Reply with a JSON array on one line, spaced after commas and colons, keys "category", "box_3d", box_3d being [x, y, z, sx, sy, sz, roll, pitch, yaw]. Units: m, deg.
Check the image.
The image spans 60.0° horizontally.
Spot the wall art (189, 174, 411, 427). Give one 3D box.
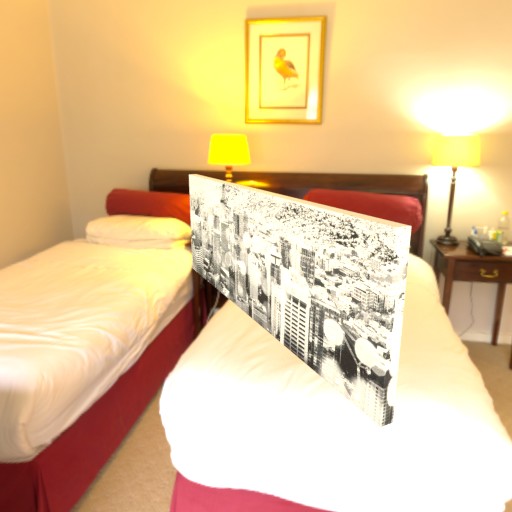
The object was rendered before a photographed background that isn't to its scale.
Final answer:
[{"category": "wall art", "box_3d": [0.000, 0.000, 1.708, 0.044, 0.507, 1.520, -7, 17, -25]}]
